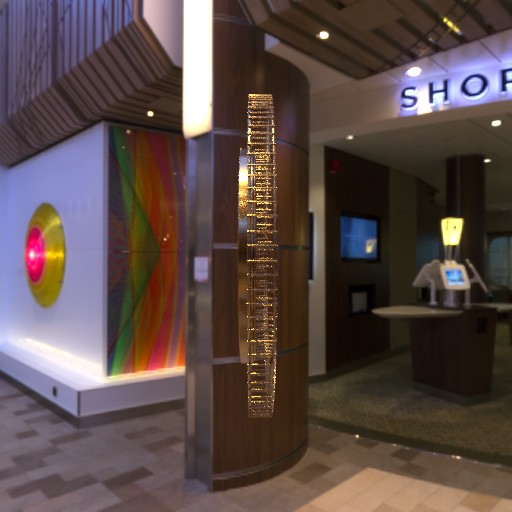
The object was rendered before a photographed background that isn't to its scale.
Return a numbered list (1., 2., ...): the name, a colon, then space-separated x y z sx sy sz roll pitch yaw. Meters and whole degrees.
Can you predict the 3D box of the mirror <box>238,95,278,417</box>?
1. mirror: 0.000 0.000 1.027 0.067 0.703 0.703 0 -1 0
